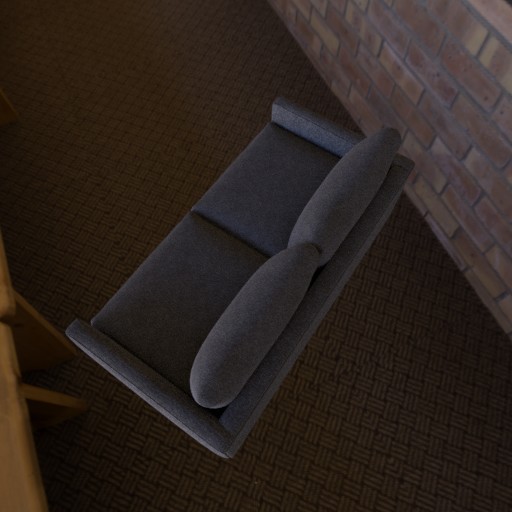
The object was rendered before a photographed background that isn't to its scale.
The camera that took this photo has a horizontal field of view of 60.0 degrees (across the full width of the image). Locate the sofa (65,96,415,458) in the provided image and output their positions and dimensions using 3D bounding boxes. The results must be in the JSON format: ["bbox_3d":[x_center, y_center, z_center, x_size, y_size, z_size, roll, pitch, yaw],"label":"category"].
[{"bbox_3d":[0.000,0.000,2.258,0.866,0.862,1.716,31,67,15],"label":"sofa"}]
